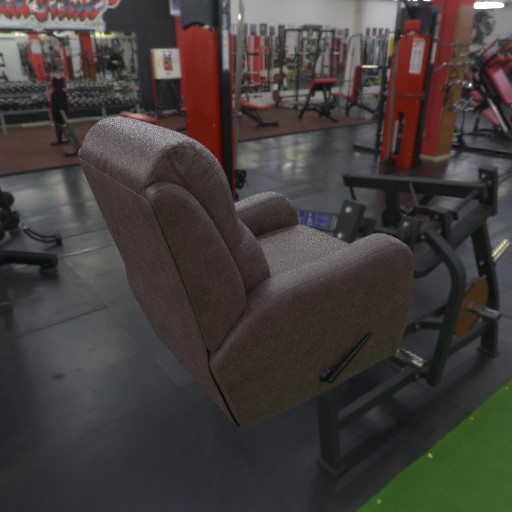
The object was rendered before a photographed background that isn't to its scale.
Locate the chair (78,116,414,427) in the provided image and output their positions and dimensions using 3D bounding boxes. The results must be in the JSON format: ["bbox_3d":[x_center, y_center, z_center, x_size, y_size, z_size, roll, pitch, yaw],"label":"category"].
[{"bbox_3d":[0.000,0.000,1.752,1.067,1.067,0.865,-17,29,-32],"label":"chair"}]
